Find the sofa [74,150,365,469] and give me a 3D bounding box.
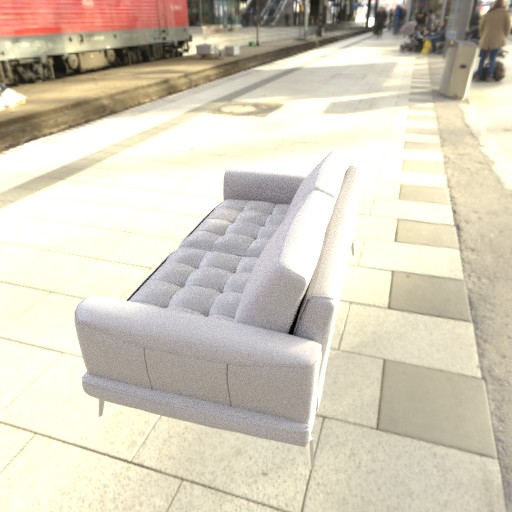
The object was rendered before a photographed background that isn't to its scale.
[{"bbox_3d":[0.000,0.000,2.699,1.121,0.930,2.177,8,30,14],"label":"sofa"}]
